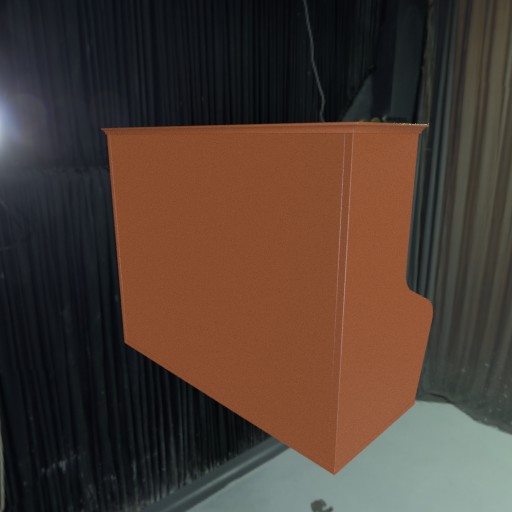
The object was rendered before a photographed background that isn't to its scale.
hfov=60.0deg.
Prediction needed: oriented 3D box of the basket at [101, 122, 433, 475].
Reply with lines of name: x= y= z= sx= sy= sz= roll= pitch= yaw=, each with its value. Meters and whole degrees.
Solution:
basket: x=0.000 y=0.000 z=1.120 sx=0.376 sy=0.625 sz=0.792 roll=-15 pitch=21 yaw=-43
